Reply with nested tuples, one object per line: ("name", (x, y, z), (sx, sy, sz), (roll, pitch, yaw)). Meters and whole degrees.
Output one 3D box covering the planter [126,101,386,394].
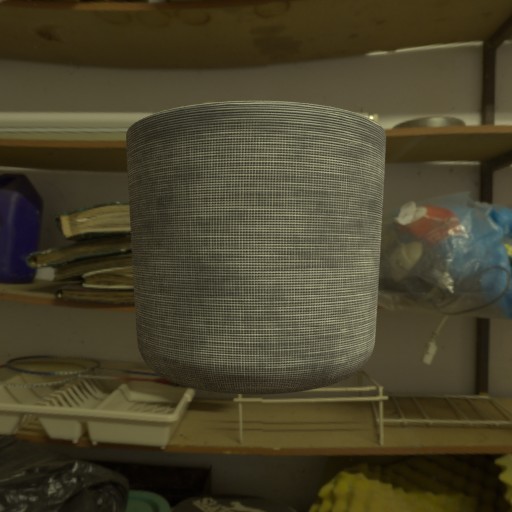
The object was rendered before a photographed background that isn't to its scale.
("planter", (0.000, 0.000, 0.783), (0.440, 0.398, 0.440), (0, 1, 0))
